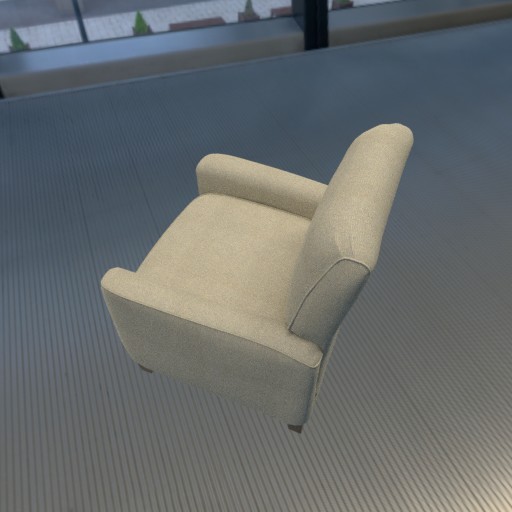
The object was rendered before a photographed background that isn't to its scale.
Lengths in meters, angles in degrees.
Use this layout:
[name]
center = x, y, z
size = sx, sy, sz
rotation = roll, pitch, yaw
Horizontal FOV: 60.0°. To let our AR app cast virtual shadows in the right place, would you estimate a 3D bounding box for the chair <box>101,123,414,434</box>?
[chair]
center = 0.000, 0.000, 1.664
size = 0.853, 1.006, 0.850
rotation = 17, 50, 15
